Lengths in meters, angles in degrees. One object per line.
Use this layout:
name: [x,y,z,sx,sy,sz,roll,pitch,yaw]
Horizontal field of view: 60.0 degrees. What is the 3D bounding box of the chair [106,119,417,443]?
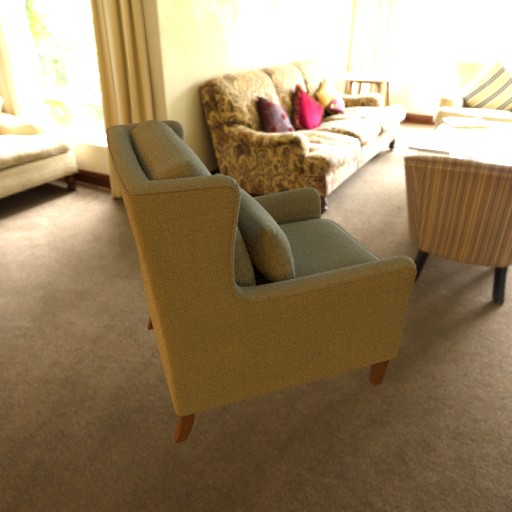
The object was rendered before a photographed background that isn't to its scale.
chair: [0.000,0.000,1.874,1.040,1.056,0.866,-10,30,-17]
